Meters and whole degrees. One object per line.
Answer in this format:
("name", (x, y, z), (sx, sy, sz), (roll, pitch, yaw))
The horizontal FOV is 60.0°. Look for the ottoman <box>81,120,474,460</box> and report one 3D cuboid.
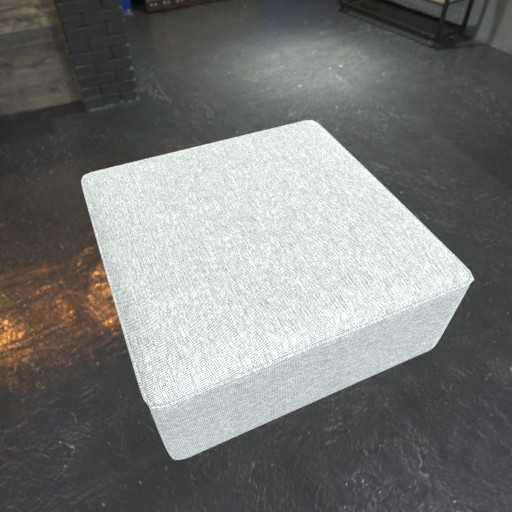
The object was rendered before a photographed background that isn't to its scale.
("ottoman", (0.000, 0.000, 1.604), (1.005, 0.455, 1.005), (-18, 50, -16))
